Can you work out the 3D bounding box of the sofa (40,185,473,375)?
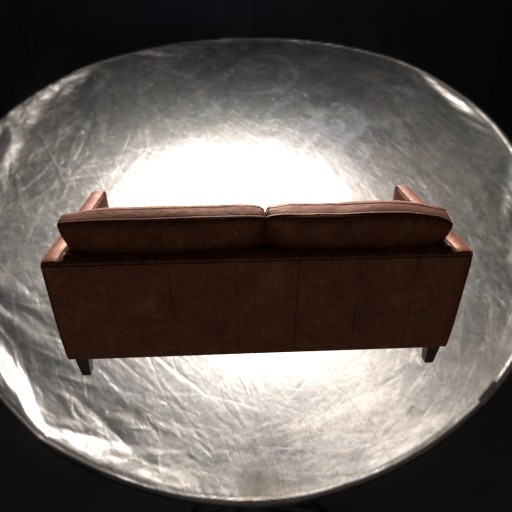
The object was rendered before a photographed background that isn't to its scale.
[{"bbox_3d":[0.000,0.000,2.487,1.971,0.863,0.923,-1,29,-3],"label":"sofa"}]
